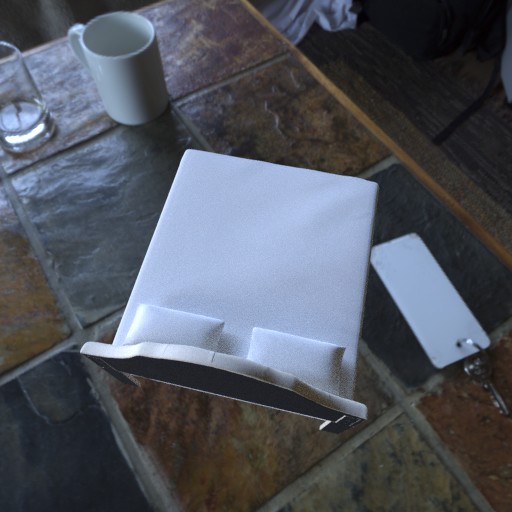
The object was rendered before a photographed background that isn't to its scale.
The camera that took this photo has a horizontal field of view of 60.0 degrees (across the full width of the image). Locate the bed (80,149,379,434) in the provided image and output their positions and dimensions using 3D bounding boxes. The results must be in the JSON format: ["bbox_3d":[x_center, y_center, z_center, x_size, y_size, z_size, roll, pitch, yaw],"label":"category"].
[{"bbox_3d":[0.000,0.000,3.625,2.008,1.615,2.214,11,64,6],"label":"bed"}]
